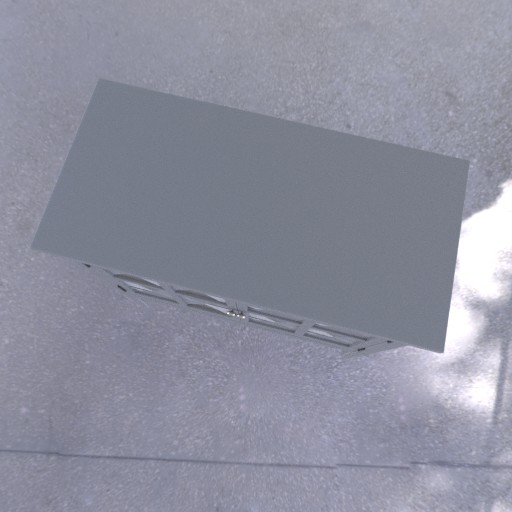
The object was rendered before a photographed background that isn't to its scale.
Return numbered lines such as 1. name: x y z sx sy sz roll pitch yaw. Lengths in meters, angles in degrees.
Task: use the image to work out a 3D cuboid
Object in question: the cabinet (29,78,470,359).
1. cabinet: 0.000 0.000 1.253 0.801 0.780 0.396 14 75 4
